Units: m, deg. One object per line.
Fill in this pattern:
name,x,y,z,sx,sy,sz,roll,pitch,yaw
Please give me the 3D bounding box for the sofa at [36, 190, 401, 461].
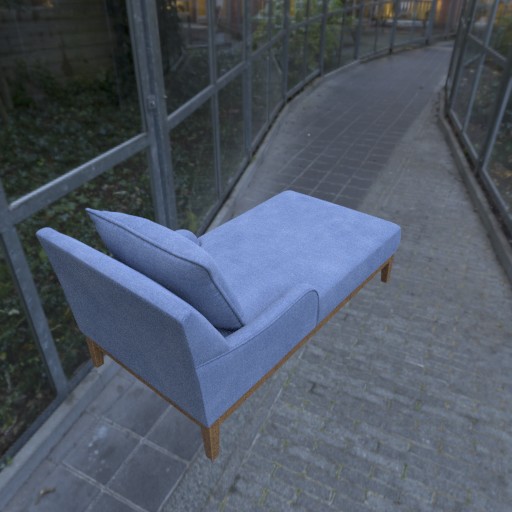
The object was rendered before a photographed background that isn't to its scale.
sofa,0.000,0.000,2.350,0.904,0.883,1.779,24,39,32
